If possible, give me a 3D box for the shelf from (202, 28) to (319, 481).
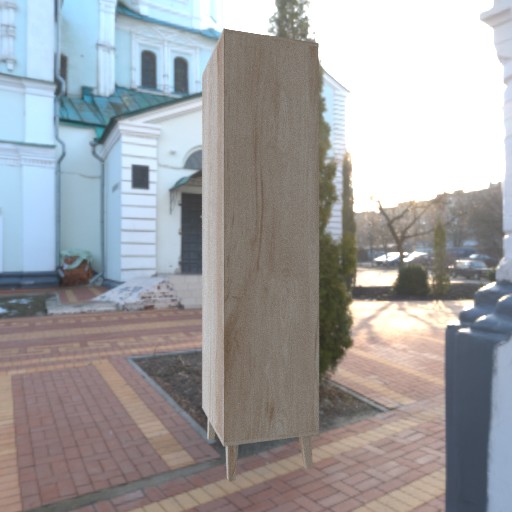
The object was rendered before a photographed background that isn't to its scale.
[{"bbox_3d":[0.000,0.000,2.215,0.450,1.960,0.510,0,0,-17],"label":"shelf"}]
